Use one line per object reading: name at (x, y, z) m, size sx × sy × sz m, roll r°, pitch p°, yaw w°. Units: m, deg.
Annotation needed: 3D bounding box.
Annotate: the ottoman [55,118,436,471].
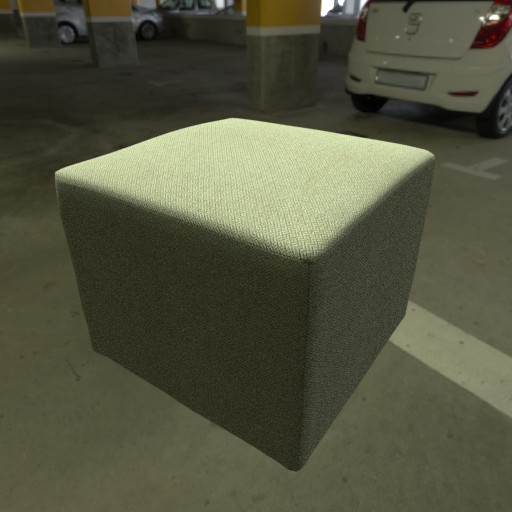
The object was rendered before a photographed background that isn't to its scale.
ottoman at (0.000, 0.000, 0.898) m, size 0.521 × 0.453 × 0.512 m, roll 19°, pitch 35°, yaw 30°
